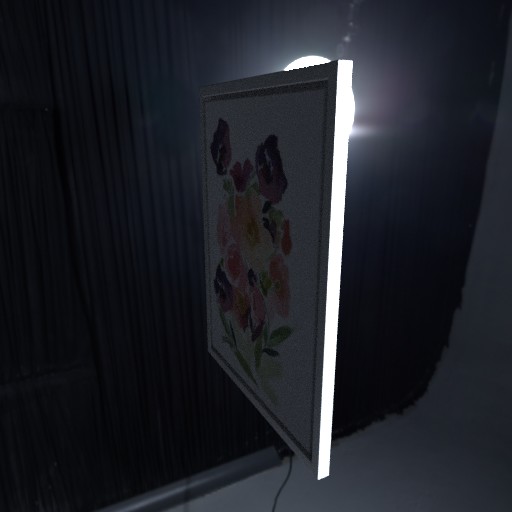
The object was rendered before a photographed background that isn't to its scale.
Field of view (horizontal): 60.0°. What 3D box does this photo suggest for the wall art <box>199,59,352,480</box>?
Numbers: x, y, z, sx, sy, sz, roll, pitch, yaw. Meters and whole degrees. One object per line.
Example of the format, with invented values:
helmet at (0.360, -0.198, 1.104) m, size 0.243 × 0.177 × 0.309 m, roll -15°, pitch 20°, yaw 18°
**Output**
wall art at (0.000, 0.000, 1.407) m, size 0.042 × 1.056 × 0.805 m, roll -9°, pitch 19°, yaw -26°
